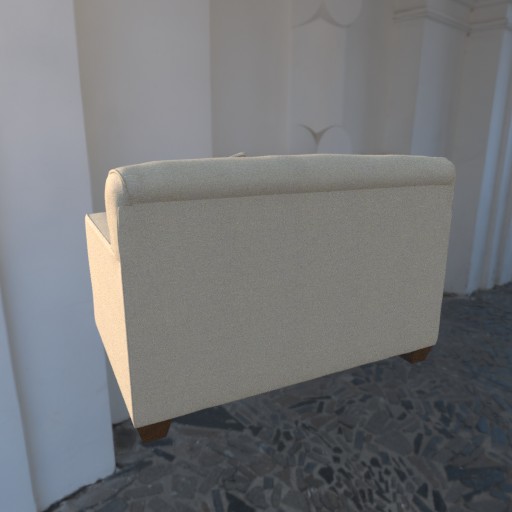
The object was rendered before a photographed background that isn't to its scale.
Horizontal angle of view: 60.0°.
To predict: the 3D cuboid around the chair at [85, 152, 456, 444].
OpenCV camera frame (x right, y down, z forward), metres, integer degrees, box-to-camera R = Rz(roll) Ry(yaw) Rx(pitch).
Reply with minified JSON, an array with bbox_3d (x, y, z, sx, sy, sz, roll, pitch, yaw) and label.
[{"bbox_3d":[0.000,0.000,2.039,1.383,0.948,1.000,-7,17,-26],"label":"chair"}]
